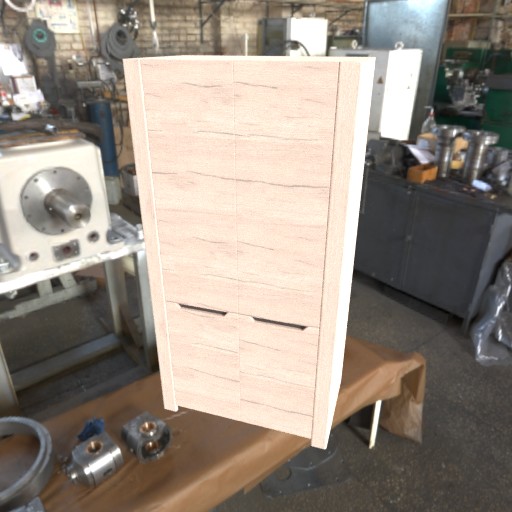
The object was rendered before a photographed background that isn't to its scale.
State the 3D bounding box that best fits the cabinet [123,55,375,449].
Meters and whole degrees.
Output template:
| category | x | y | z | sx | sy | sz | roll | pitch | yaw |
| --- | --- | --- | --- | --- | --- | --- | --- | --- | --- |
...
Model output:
| category | x | y | z | sx | sy | sz | roll | pitch | yaw |
| --- | --- | --- | --- | --- | --- | --- | --- | --- | --- |
| cabinet | 0.000 | 0.000 | 2.365 | 0.980 | 1.930 | 0.580 | 8 | 27 | 16 |
